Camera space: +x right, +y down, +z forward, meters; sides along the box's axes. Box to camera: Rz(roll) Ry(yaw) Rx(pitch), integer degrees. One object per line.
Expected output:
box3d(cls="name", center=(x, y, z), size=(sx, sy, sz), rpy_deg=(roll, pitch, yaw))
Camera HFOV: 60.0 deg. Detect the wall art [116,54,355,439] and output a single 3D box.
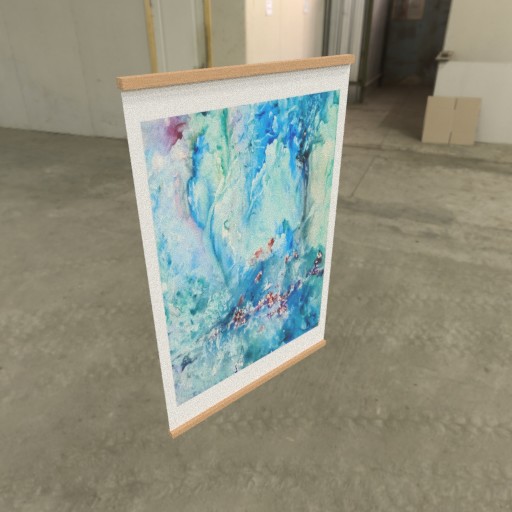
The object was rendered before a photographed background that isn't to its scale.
box3d(cls="wall art", center=(0.000, 0.000, 0.765), size=(0.401, 0.611, 0.016), rpy_deg=(-22, 37, -33))
